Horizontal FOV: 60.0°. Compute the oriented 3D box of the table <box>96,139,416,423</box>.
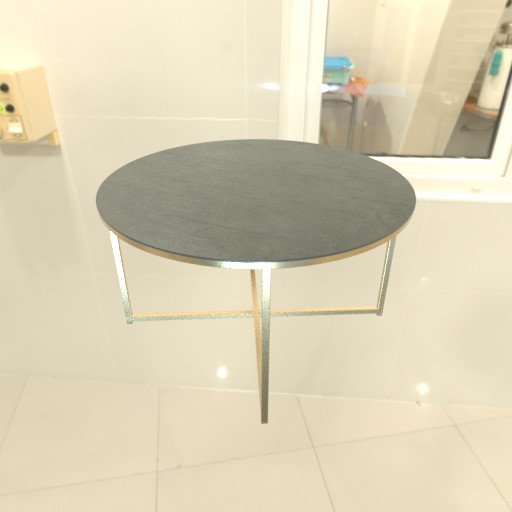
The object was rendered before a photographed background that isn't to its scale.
[{"bbox_3d":[0.000,0.000,1.273,0.800,0.450,0.800,0,30,0],"label":"table"}]
